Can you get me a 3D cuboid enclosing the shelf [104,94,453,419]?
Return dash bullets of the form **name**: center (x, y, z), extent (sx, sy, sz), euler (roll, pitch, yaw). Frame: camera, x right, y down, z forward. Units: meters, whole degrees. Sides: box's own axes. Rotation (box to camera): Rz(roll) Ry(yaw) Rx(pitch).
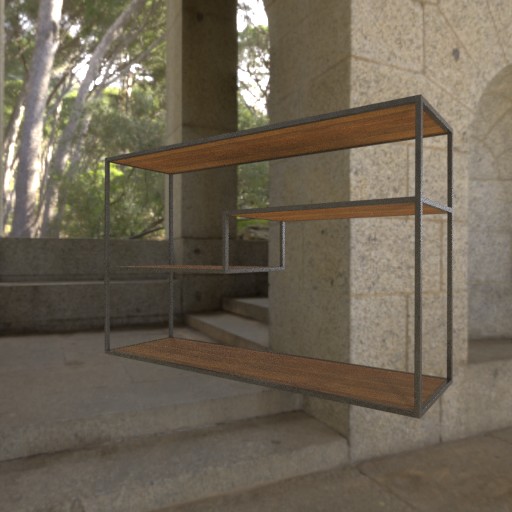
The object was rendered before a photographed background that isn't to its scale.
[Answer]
- **shelf**: center (0.000, 0.000, 1.535), extent (1.201, 0.765, 0.361), euler (0, 0, 35)
